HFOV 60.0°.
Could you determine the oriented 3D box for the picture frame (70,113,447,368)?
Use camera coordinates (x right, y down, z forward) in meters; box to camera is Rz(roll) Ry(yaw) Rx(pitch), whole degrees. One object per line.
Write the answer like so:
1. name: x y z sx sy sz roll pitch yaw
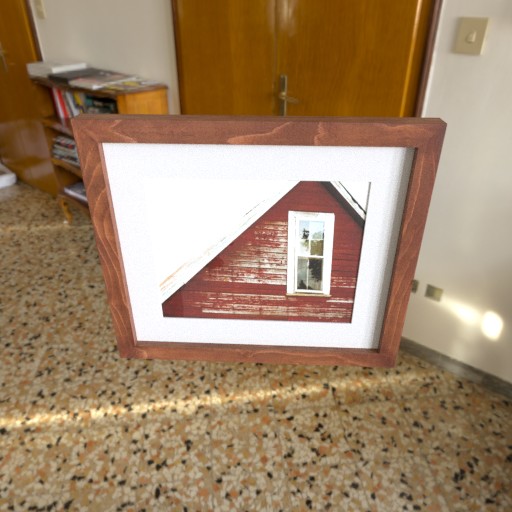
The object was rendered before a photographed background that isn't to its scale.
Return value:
1. picture frame: 0.000 0.000 0.542 0.381 0.330 0.025 1 31 2
